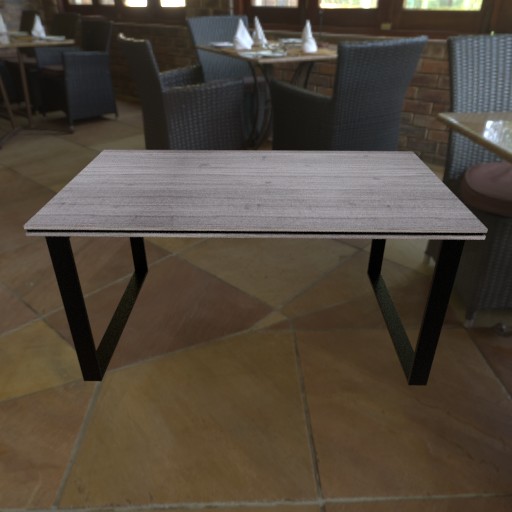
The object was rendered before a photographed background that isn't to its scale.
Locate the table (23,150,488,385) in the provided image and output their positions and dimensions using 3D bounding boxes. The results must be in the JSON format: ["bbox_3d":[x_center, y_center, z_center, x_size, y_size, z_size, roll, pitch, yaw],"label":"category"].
[{"bbox_3d":[0.000,0.000,2.071,1.579,0.736,0.881,0,30,1],"label":"table"}]
